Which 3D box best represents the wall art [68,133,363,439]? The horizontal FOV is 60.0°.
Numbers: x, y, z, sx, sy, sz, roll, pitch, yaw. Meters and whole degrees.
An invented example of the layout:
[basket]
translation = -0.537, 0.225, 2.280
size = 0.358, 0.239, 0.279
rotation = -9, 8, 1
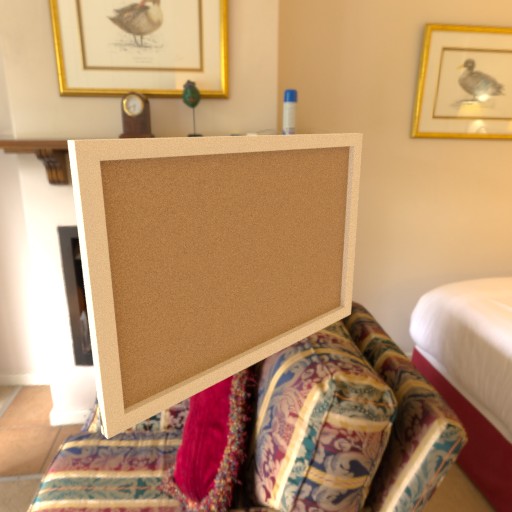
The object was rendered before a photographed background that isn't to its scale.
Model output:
[wall art]
translation = 0.000, 0.000, 1.464
size = 1.144, 0.767, 0.038
rotation = -16, 23, -42
